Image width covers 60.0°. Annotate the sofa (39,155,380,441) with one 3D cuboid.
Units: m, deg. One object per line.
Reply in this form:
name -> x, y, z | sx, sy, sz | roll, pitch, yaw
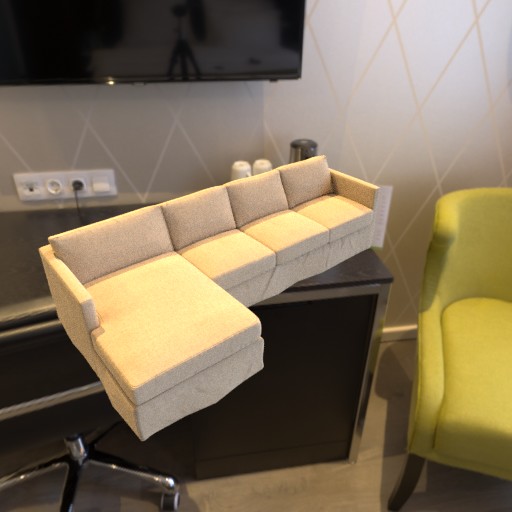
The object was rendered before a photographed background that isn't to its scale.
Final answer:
sofa -> 0.000, 0.000, 3.971 | 3.205, 0.922, 1.650 | -23, 38, -33
